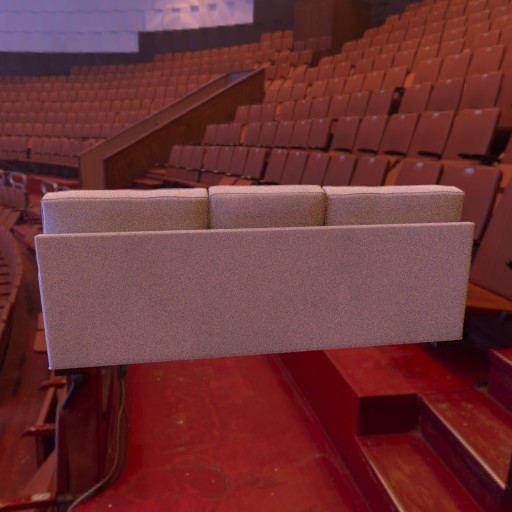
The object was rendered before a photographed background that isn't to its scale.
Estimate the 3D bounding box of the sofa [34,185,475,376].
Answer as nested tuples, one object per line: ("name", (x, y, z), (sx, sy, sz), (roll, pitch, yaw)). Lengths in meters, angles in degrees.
("sofa", (0.000, 0.000, 2.556), (2.088, 0.862, 0.935), (-2, 14, -9))
